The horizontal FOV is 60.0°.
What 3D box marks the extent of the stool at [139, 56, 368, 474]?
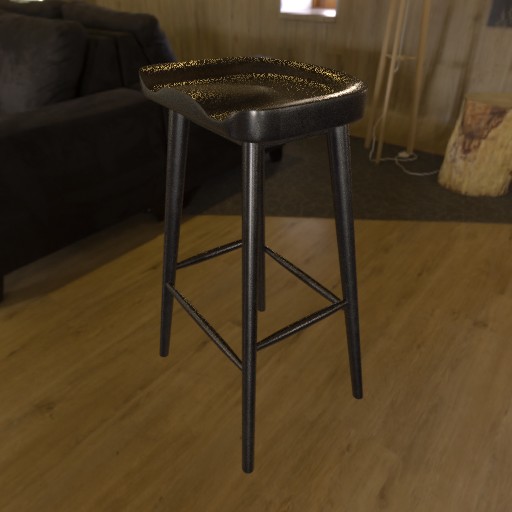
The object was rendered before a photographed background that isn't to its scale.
[{"bbox_3d":[0.000,0.000,0.974,0.361,0.749,0.440,-21,38,-29],"label":"stool"}]
